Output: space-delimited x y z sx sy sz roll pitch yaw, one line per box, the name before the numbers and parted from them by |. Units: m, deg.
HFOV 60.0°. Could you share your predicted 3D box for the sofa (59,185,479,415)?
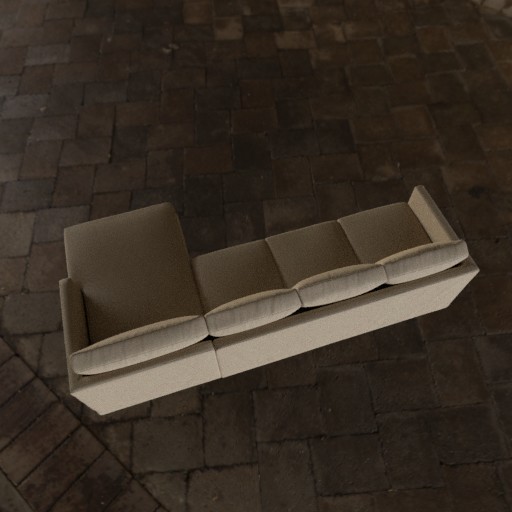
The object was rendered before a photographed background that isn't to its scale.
sofa | 0.000 0.000 3.838 3.206 0.871 1.622 -15 60 -9
